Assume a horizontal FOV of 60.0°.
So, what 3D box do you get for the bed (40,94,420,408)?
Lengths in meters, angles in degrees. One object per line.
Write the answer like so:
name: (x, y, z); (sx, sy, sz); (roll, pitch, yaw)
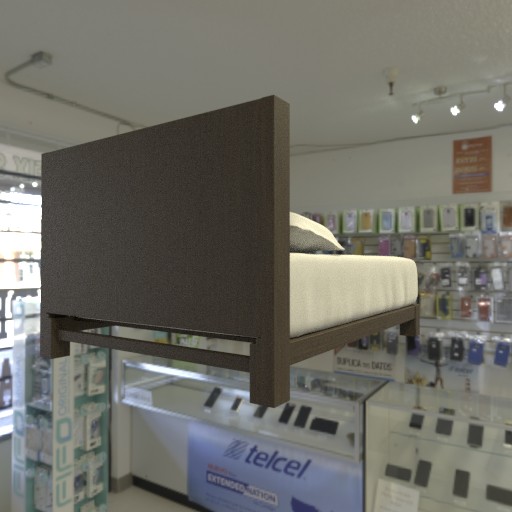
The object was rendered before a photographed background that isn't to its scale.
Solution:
bed: (0.000, 0.000, 3.204); (1.727, 1.270, 2.242); (-1, -1, 35)
